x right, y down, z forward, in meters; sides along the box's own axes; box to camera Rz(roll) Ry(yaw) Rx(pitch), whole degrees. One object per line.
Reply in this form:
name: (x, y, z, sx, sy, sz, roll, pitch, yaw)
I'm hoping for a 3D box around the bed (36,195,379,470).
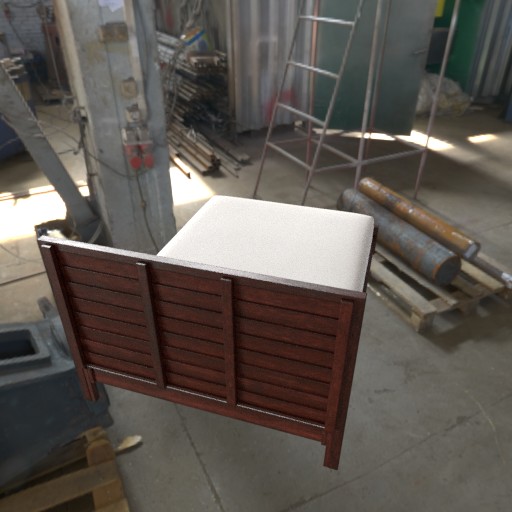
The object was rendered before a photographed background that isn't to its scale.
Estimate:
bed: (0.000, 0.000, 4.023, 2.040, 1.492, 2.803, 10, 33, 15)
